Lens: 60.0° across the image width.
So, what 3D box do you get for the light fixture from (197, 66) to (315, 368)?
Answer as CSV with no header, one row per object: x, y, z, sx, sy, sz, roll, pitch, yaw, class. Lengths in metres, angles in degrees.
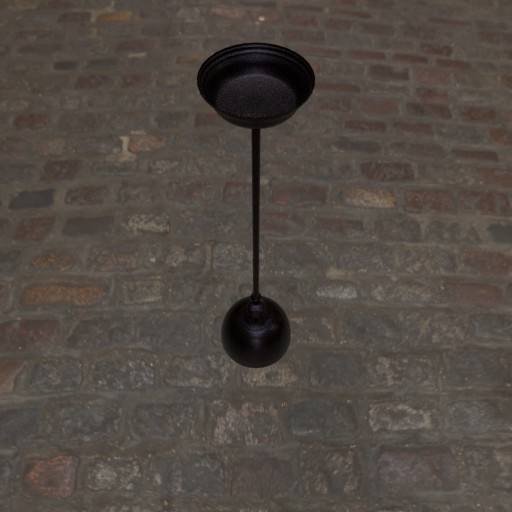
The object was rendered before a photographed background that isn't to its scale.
0.000,0.000,0.833,0.182,0.768,0.182,0,58,0,light fixture
